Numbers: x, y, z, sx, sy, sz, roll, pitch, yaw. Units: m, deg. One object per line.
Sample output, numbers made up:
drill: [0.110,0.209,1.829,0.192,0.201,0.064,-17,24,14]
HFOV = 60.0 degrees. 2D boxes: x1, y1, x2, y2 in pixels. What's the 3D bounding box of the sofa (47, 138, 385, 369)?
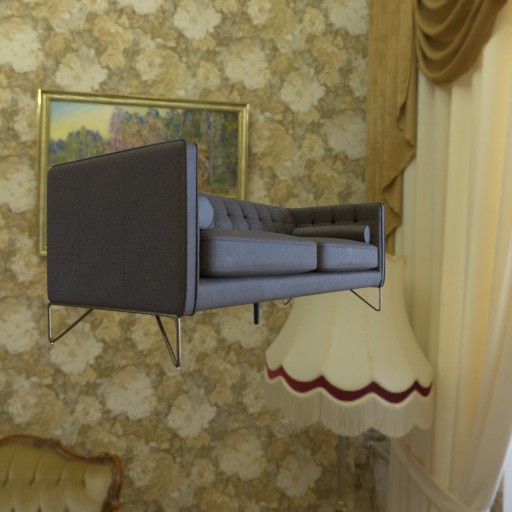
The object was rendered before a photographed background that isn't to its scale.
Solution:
sofa: [0.000,0.000,2.564,0.867,0.789,2.087,0,-1,34]
